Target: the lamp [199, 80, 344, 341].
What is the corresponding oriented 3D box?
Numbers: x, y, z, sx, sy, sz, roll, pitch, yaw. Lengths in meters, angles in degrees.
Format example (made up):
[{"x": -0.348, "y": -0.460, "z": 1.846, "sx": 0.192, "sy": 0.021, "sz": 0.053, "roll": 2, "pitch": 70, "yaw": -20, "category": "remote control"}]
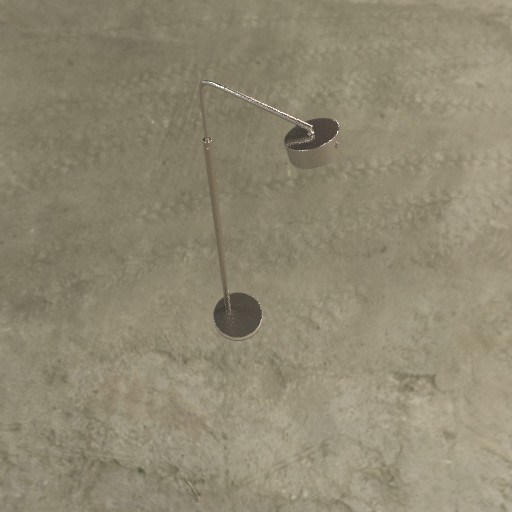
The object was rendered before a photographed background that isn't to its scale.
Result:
[{"x": 0.000, "y": 0.000, "z": 1.469, "sx": 0.421, "sy": 1.250, "sz": 0.222, "roll": 31, "pitch": 63, "yaw": 18, "category": "lamp"}]
